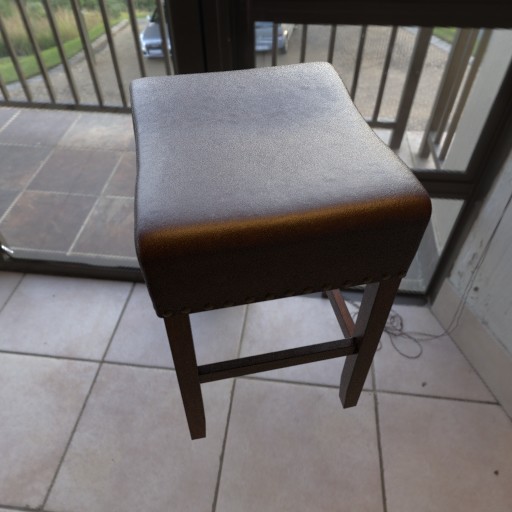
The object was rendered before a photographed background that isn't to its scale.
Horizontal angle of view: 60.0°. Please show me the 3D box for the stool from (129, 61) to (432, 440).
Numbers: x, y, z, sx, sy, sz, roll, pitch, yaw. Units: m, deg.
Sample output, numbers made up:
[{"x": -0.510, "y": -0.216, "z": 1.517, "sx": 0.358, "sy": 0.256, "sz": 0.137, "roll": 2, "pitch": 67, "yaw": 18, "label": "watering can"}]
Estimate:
[{"x": 0.000, "y": 0.000, "z": 0.922, "sx": 0.397, "sy": 0.608, "sz": 0.465, "roll": -9, "pitch": 47, "yaw": -8, "label": "stool"}]
